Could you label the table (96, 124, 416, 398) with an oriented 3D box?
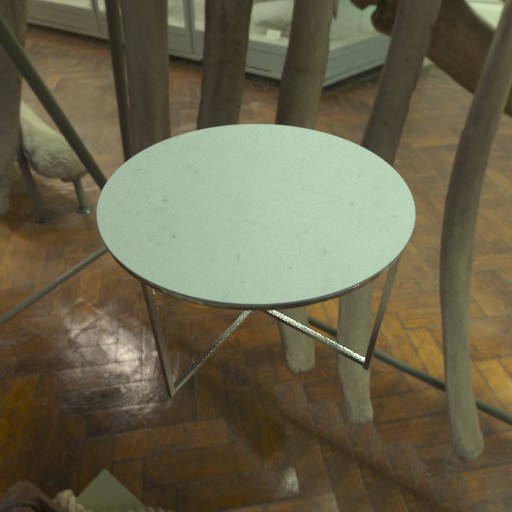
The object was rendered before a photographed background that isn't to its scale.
[{"bbox_3d":[0.000,0.000,1.296,0.800,0.450,0.800,0,41,0],"label":"table"}]
